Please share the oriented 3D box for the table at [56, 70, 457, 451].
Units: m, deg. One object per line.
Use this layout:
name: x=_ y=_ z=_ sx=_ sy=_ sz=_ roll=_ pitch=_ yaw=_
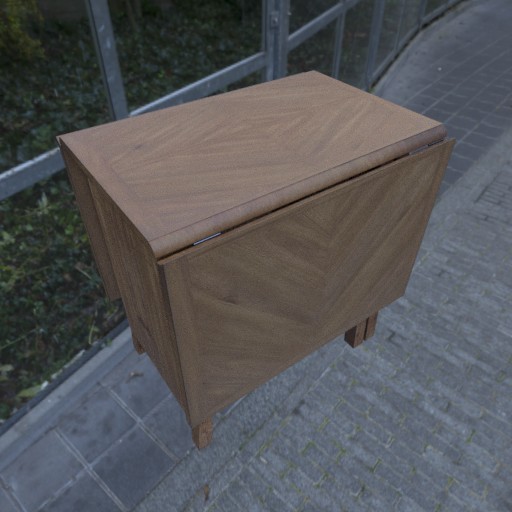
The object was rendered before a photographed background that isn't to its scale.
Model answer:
table: x=0.000 y=0.000 z=1.627 sx=0.967 sy=0.981 sz=0.701 roll=-25 pitch=47 yaw=-26
